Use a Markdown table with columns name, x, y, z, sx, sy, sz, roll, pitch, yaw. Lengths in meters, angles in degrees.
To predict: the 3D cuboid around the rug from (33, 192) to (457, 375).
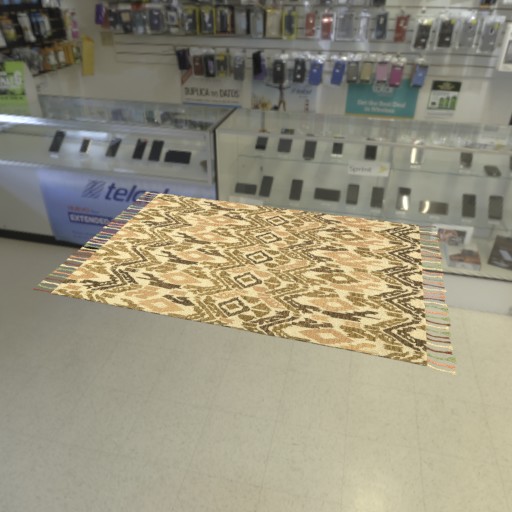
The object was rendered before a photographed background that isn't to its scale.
| name | x | y | z | sx | sy | sz | roll | pitch | yaw |
| --- | --- | --- | --- | --- | --- | --- | --- | --- | --- |
| rug | 0.000 | 0.000 | 3.017 | 2.438 | 0.008 | 1.524 | 9 | 34 | 13 |
